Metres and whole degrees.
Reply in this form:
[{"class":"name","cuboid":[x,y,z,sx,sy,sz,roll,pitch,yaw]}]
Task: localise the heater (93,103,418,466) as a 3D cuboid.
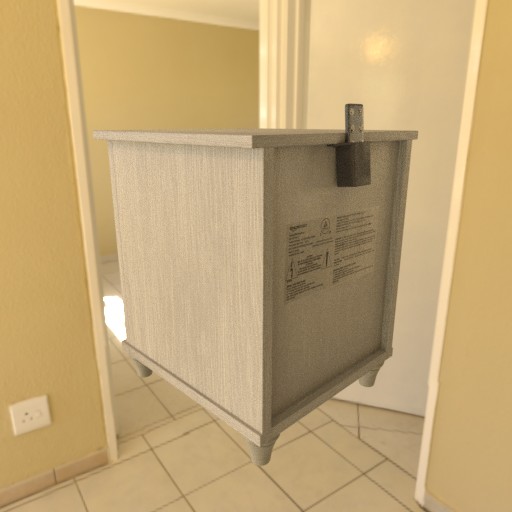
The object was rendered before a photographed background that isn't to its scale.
[{"class":"heater","cuboid":[0.000,0.000,0.755,0.362,0.481,0.400,-16,23,-42]}]
